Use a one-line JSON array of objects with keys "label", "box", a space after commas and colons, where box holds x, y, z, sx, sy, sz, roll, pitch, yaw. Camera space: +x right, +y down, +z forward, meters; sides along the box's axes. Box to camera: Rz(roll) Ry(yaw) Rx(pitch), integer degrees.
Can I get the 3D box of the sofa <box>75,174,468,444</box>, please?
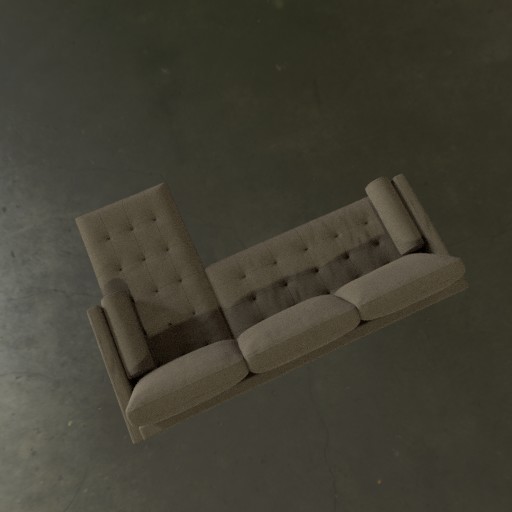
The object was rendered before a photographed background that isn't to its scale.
[{"label": "sofa", "box": [0.000, 0.000, 2.904, 2.178, 0.875, 1.506, -24, 76, -6]}]
